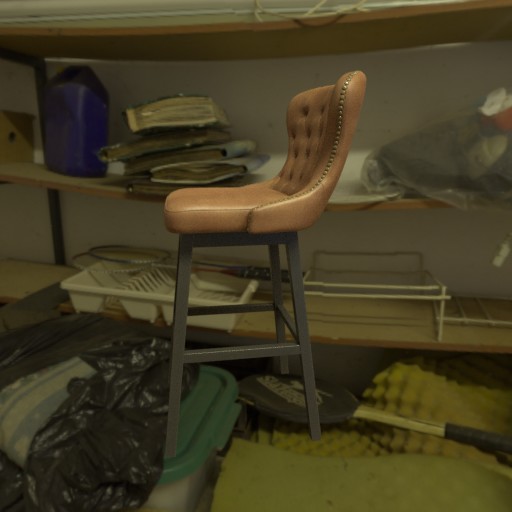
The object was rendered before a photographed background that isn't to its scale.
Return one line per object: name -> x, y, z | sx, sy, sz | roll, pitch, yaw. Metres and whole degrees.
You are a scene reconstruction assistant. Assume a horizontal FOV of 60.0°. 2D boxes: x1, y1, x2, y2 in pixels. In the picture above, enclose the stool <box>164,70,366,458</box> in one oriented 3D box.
stool -> 0.000, 0.000, 1.394 | 0.601, 1.050, 0.528 | -2, 14, -10
